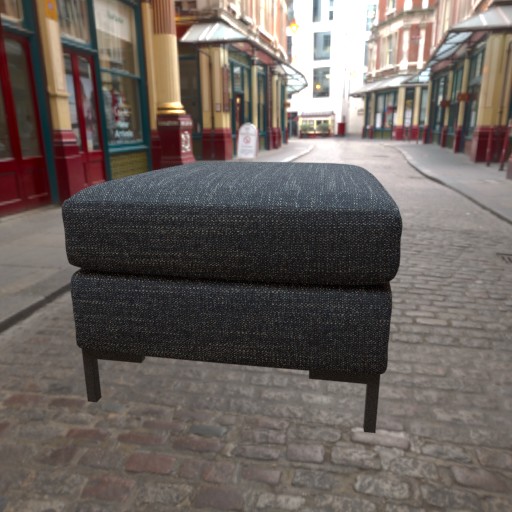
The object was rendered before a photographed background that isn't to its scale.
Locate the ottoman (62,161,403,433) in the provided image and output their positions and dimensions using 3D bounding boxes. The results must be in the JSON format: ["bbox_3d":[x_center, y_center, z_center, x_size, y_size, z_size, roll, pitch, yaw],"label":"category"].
[{"bbox_3d":[0.000,0.000,1.226,0.667,0.491,0.814,3,16,10],"label":"ottoman"}]
